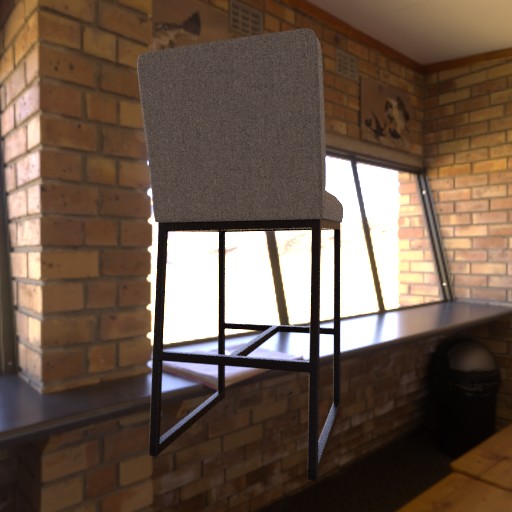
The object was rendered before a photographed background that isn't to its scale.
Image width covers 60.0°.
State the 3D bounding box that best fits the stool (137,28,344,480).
[{"bbox_3d":[0.000,0.000,1.308,0.459,1.034,0.571,0,0,17],"label":"stool"}]
